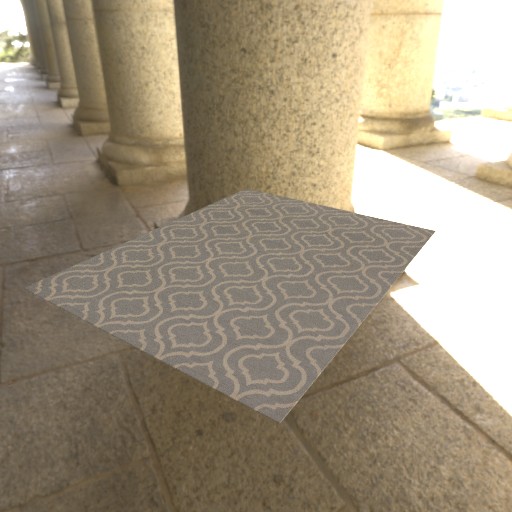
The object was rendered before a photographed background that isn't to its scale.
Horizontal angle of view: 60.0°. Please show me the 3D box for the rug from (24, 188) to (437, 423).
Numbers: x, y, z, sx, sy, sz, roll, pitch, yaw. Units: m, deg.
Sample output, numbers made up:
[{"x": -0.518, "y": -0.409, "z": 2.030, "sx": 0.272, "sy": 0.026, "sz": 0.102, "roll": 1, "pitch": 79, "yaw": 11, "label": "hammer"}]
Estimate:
[{"x": 0.000, "y": 0.000, "z": 3.842, "sx": 2.283, "sy": 0.006, "sz": 2.892, "roll": 17, "pitch": 32, "yaw": 30, "label": "rug"}]
